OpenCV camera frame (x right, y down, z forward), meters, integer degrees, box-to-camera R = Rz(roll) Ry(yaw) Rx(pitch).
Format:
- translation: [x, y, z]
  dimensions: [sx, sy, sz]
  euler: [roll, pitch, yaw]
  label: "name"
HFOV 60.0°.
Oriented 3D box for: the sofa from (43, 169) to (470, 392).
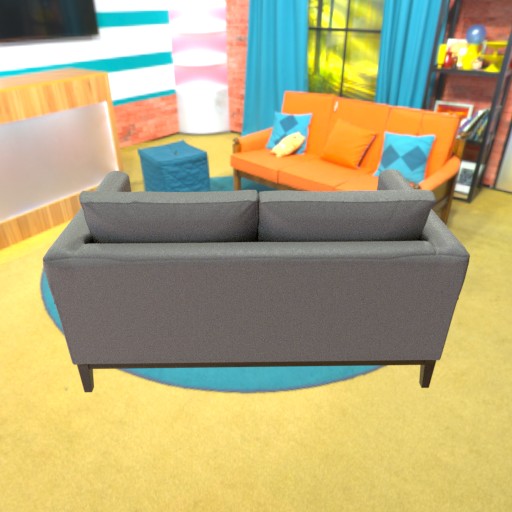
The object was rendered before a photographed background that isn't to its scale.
- translation: [0.000, 0.000, 2.116]
  dimensions: [1.598, 0.873, 0.899]
  euler: [0, 30, -1]
  label: "sofa"
